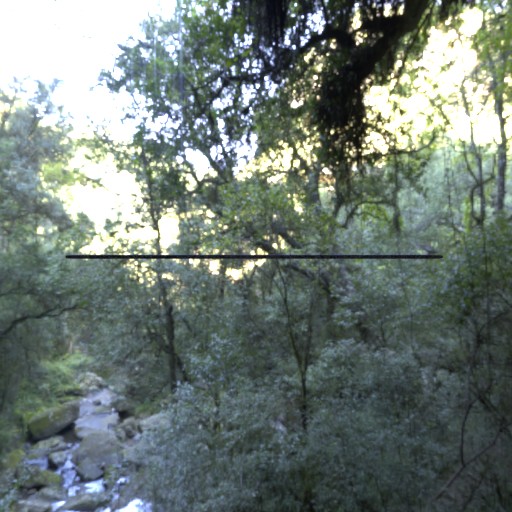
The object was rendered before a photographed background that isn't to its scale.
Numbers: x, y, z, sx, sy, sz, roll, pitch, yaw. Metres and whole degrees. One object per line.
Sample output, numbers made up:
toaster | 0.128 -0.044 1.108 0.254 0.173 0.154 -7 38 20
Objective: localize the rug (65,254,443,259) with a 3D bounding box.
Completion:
rug | 0.000 0.000 2.211 1.158 0.013 1.752 0 0 0
